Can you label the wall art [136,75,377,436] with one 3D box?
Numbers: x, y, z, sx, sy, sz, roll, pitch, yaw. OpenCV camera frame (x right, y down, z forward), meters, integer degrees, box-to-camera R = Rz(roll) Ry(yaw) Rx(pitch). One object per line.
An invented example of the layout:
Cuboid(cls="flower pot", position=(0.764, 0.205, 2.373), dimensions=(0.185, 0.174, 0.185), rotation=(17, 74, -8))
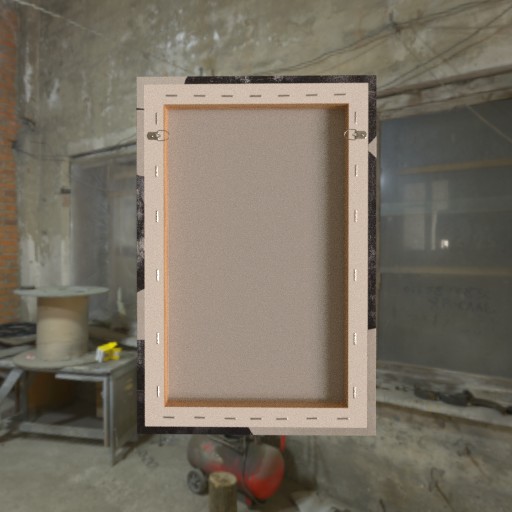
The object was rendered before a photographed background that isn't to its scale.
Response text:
Cuboid(cls="wall art", position=(0.000, 0.000, 0.770), dimensions=(0.407, 0.610, 0.039), rotation=(0, 1, 1))
